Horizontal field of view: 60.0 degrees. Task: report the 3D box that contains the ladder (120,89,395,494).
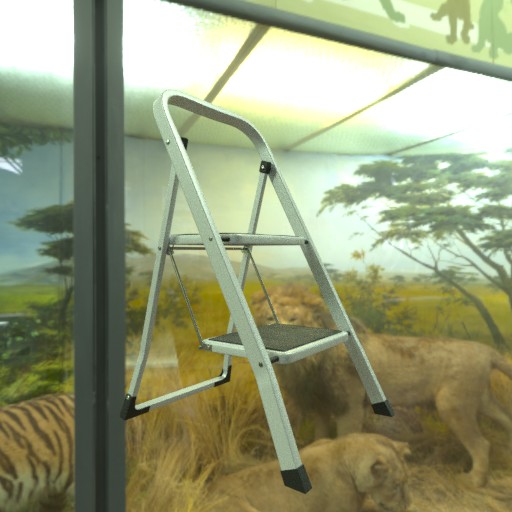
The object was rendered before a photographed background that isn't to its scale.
[{"bbox_3d":[0.000,0.000,1.100,0.544,0.810,0.460,0,1,36],"label":"ladder"}]
